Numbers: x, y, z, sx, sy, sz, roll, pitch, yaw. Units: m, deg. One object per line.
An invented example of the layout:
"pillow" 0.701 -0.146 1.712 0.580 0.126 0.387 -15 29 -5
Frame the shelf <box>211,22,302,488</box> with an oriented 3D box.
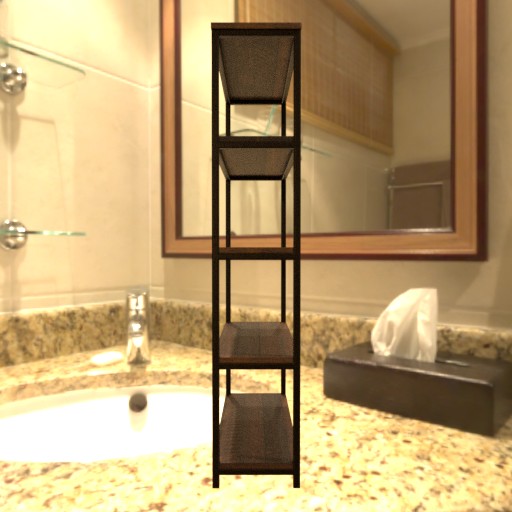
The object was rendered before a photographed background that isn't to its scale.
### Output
"shelf" 0.000 0.000 2.204 0.359 1.860 0.874 0 1 0
